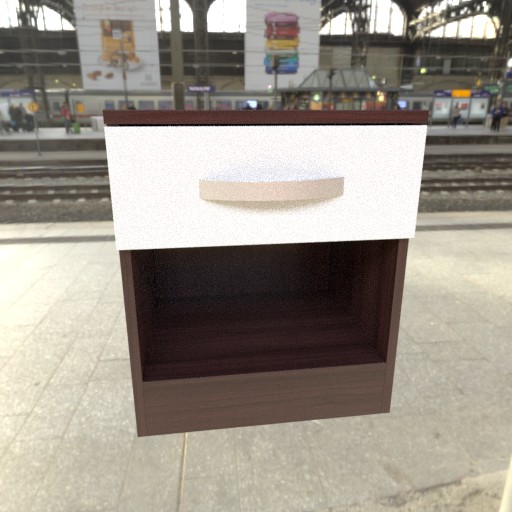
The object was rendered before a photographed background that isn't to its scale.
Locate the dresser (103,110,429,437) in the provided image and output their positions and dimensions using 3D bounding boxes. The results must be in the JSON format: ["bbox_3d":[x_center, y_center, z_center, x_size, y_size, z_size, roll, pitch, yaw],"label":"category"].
[{"bbox_3d":[0.000,0.000,0.752,0.400,0.470,0.360,-3,18,-8],"label":"dresser"}]
